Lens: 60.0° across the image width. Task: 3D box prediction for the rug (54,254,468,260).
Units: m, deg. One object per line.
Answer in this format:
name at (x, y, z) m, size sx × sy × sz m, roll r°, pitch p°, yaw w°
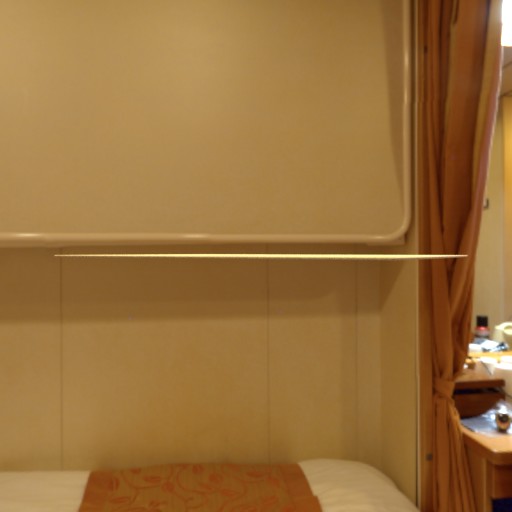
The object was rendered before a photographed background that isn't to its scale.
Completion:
rug at (0.000, 0.000, 3.060) m, size 2.441 × 0.014 × 1.531 m, roll 0°, pitch 1°, yaw 36°
